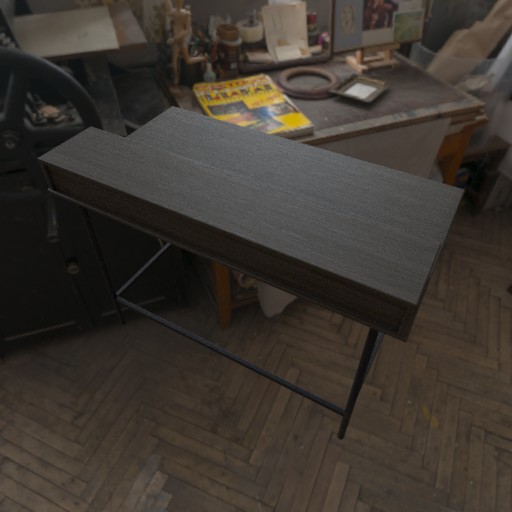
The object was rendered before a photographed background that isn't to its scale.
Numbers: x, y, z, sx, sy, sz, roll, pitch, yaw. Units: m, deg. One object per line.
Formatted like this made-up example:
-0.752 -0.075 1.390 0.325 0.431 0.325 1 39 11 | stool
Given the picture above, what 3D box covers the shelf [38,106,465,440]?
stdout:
0.000 0.000 1.696 1.212 0.865 0.685 22 49 20 | shelf
